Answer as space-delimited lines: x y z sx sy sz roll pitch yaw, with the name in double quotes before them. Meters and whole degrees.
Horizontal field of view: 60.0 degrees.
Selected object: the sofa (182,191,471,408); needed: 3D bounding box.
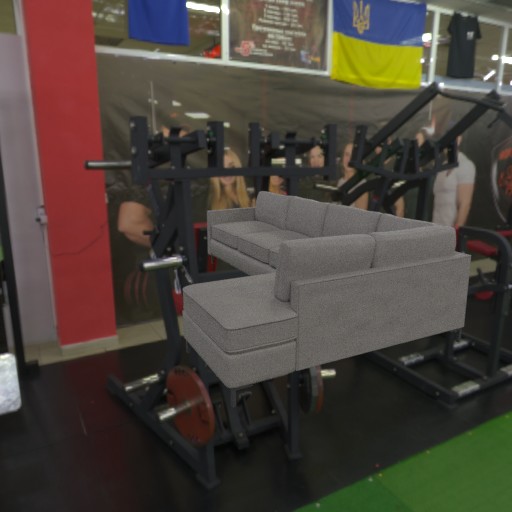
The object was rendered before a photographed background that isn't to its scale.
"sofa" 0.000 0.000 4.425 2.077 0.964 3.331 -7 15 -26
